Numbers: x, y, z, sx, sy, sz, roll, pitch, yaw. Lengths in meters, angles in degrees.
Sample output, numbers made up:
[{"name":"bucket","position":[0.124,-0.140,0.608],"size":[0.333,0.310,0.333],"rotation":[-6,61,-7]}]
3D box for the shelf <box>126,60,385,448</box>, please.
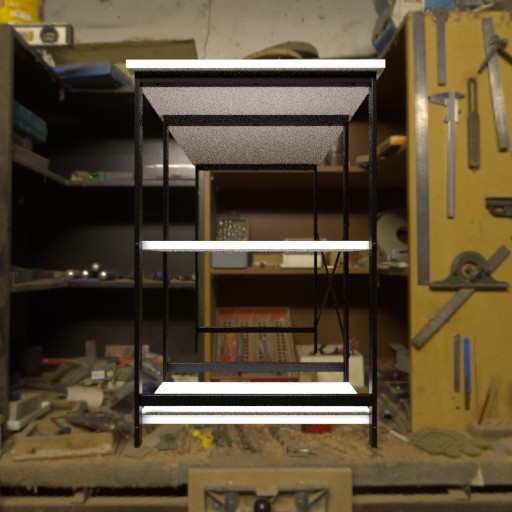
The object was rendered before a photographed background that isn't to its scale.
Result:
[{"name":"shelf","position":[0.000,0.000,1.300],"size":[0.498,0.750,0.902],"rotation":[0,0,0]}]
